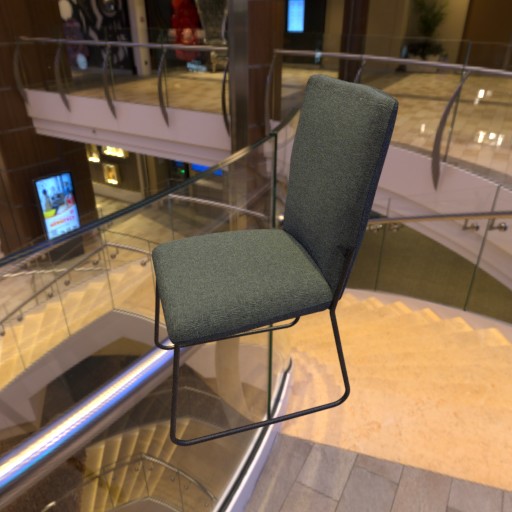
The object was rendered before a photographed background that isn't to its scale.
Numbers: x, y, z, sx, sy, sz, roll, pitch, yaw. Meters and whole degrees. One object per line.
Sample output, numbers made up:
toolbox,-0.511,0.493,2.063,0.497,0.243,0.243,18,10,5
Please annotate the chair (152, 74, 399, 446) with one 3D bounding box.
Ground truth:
chair,0.000,0.000,1.299,0.635,0.931,0.480,-9,30,-15
